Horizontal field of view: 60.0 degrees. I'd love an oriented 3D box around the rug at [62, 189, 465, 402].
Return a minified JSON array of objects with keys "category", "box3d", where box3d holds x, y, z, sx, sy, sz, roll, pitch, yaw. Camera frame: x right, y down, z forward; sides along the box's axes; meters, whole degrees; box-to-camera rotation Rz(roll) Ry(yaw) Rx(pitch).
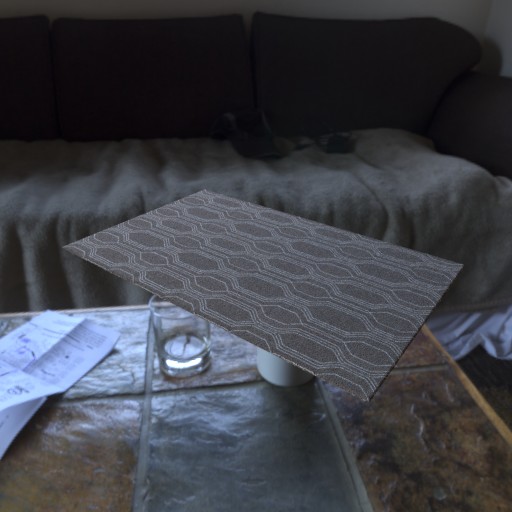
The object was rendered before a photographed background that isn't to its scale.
[{"category":"rug","box3d":[0.000,0.000,3.176,2.457,0.012,1.541,20,35,32]}]
